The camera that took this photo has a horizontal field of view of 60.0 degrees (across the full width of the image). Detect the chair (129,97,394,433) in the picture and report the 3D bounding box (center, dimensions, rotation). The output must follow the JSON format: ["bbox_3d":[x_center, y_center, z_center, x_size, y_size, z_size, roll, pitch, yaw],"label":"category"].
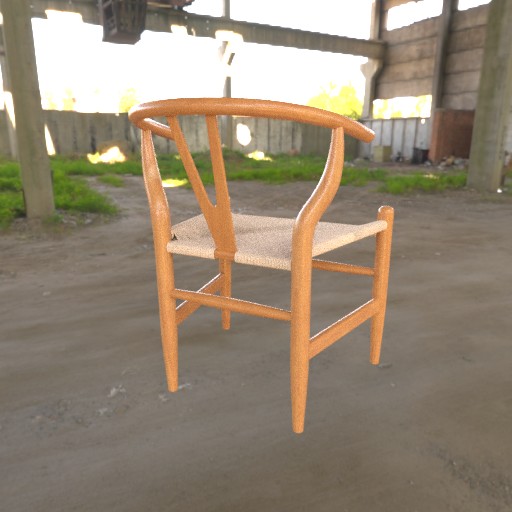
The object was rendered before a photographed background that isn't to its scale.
[{"bbox_3d":[0.000,0.000,1.136,0.569,0.730,0.579,8,17,27],"label":"chair"}]
